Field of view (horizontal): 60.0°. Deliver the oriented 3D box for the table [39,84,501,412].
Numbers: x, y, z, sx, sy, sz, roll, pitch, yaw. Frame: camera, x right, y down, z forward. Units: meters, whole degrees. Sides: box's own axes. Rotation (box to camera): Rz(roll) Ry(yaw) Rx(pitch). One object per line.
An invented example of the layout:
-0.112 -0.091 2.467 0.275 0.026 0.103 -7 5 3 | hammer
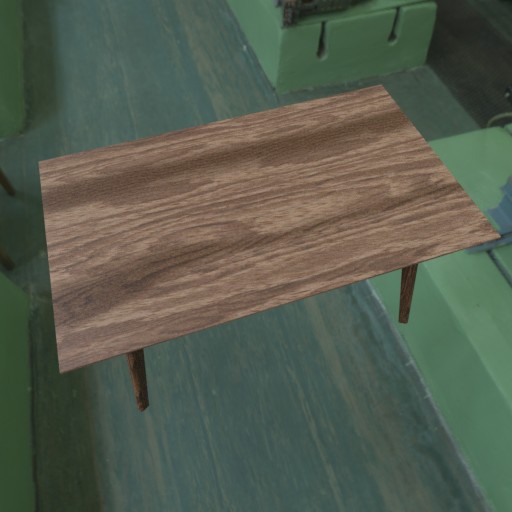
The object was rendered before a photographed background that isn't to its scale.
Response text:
0.000 0.000 1.779 1.349 0.724 0.801 -16 58 -10 | table
